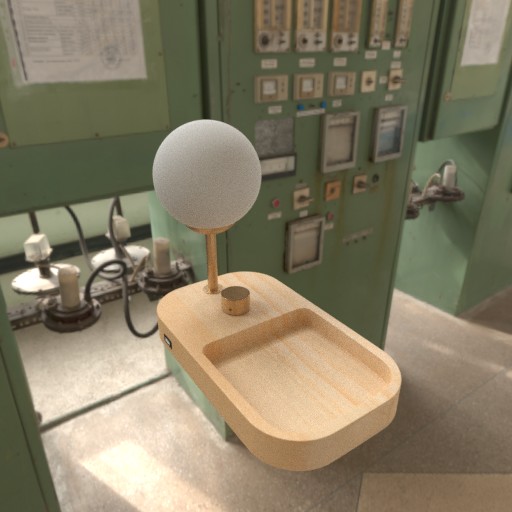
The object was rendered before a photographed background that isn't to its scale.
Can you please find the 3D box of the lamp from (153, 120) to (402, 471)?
[{"bbox_3d":[0.000,0.000,0.470,0.173,0.253,0.331,-16,30,-30],"label":"lamp"}]
